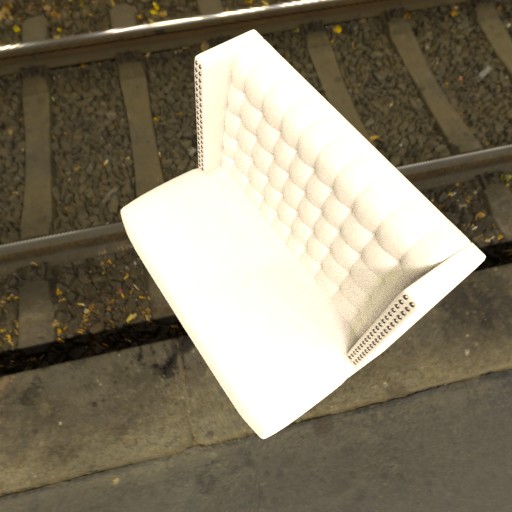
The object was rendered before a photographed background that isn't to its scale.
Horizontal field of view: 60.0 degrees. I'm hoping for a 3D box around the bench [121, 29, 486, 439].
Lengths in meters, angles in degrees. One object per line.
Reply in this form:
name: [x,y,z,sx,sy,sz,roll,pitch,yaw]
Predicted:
bench: [0.000,0.000,1.961,0.847,1.123,1.280,-32,68,-15]
